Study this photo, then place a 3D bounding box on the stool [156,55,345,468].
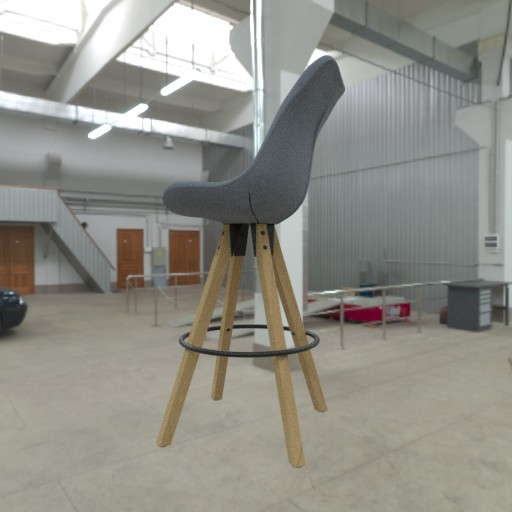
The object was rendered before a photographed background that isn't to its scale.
[{"bbox_3d":[0.000,0.000,1.431,0.550,1.115,0.485,0,1,17],"label":"stool"}]
